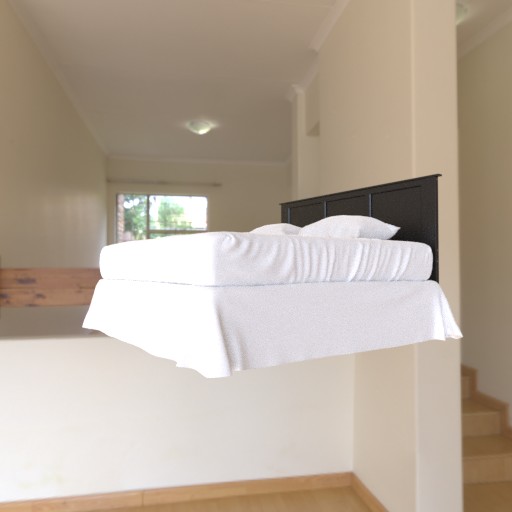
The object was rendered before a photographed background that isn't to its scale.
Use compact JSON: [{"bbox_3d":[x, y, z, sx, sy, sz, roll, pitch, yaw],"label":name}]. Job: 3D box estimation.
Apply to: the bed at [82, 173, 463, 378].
[{"bbox_3d":[0.000,0.000,3.616,2.219,1.271,2.315,1,-2,-35],"label":"bed"}]
